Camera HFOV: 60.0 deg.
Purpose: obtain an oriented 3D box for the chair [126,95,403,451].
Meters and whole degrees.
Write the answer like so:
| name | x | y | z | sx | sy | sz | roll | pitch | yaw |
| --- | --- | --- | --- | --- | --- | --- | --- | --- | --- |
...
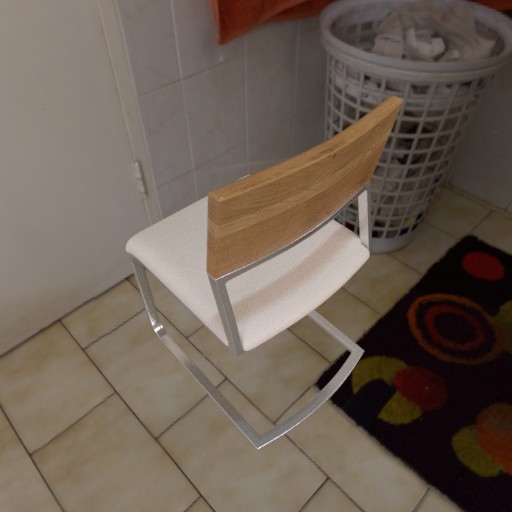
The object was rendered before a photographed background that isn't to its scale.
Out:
| name | x | y | z | sx | sy | sz | roll | pitch | yaw |
| --- | --- | --- | --- | --- | --- | --- | --- | --- | --- |
| chair | 0.000 | 0.000 | 1.156 | 0.467 | 0.844 | 0.585 | -33 | 55 | -27 |
